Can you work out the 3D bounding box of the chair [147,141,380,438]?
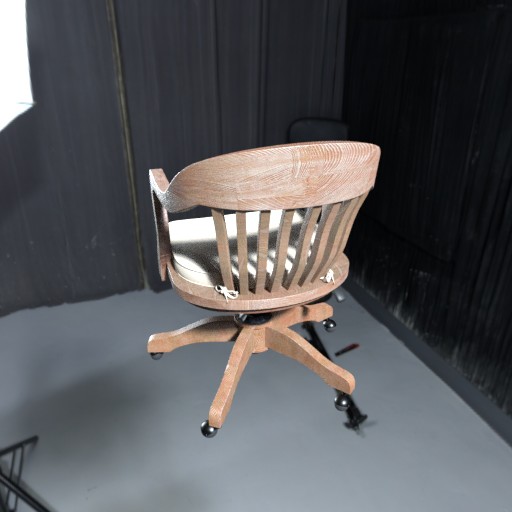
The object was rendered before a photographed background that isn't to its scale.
[{"bbox_3d":[0.000,0.000,1.451,0.750,0.878,0.788,-8,27,-17],"label":"chair"}]
